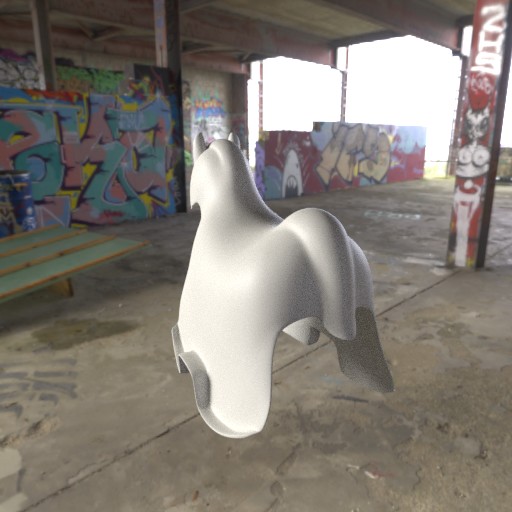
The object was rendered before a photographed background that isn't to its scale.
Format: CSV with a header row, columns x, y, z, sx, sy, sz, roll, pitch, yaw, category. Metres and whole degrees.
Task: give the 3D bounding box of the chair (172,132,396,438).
x,y,z,sx,sy,sz,roll,pitch,yaw,category
0.000,0.000,1.130,0.429,0.612,0.800,-7,17,-25,chair
